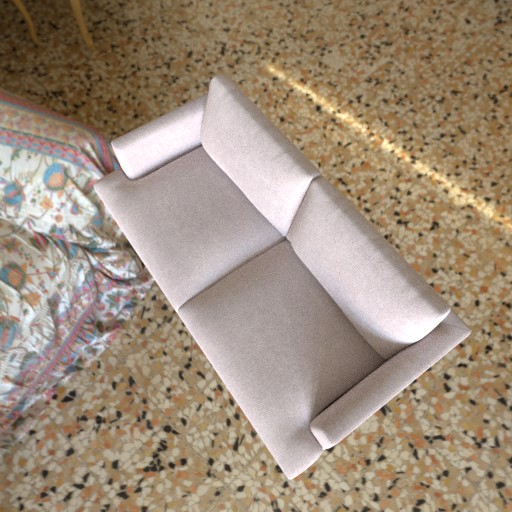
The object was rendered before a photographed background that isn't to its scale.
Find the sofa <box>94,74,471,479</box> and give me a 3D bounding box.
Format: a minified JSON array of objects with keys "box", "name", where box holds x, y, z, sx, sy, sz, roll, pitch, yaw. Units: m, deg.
[{"box":[0.000,0.000,2.395,1.020,0.868,1.948,-33,68,-15],"name":"sofa"}]
